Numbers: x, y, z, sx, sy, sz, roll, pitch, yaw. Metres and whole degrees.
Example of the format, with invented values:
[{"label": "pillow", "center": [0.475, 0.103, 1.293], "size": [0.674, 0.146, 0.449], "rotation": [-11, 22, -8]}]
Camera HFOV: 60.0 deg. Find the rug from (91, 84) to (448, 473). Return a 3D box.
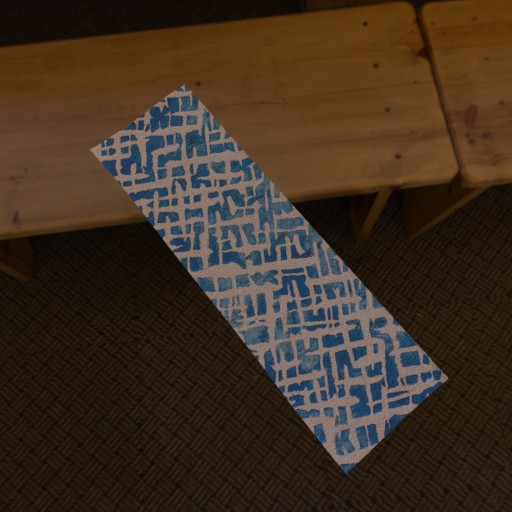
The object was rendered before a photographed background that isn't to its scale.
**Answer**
[{"label": "rug", "center": [0.000, 0.000, 2.650], "size": [0.768, 0.011, 2.446], "rotation": [-38, 78, -10]}]
